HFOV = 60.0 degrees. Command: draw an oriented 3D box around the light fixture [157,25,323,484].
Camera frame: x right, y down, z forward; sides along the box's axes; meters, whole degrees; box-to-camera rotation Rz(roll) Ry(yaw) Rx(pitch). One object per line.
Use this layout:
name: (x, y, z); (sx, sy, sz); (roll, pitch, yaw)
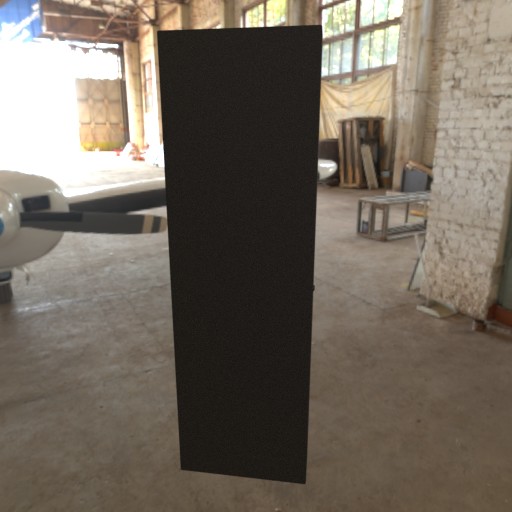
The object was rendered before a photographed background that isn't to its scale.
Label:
light fixture: (0.000, 0.000, 0.386); (0.105, 0.330, 0.149); (2, 16, 8)
